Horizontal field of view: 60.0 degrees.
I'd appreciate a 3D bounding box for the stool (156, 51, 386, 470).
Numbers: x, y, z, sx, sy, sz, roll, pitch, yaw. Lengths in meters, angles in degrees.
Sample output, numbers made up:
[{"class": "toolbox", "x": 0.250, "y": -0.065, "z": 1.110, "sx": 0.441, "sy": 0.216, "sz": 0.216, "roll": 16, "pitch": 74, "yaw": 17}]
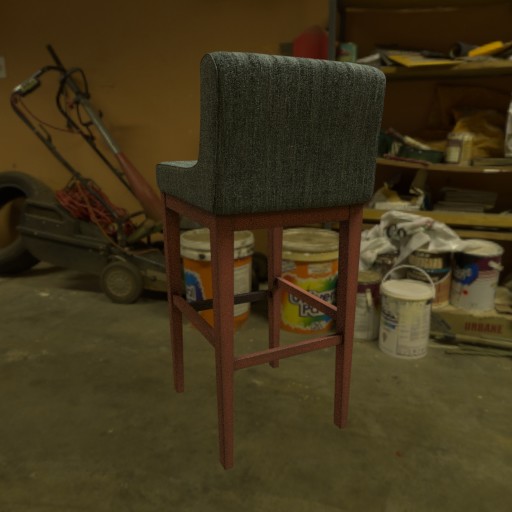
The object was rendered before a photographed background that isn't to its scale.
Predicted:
[{"class": "stool", "x": 0.000, "y": 0.000, "z": 1.237, "sx": 0.426, "sy": 0.965, "sz": 0.499, "roll": -7, "pitch": 16, "yaw": -26}]
